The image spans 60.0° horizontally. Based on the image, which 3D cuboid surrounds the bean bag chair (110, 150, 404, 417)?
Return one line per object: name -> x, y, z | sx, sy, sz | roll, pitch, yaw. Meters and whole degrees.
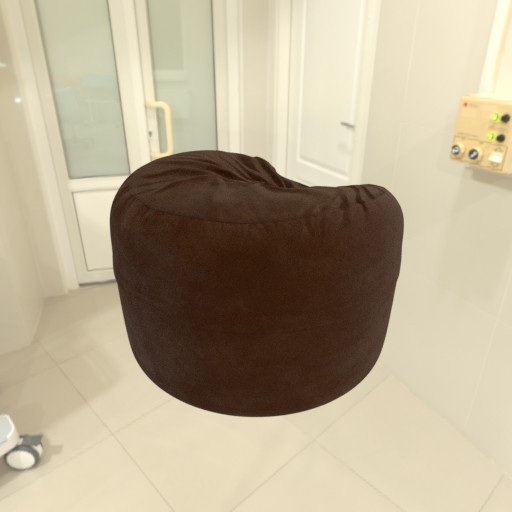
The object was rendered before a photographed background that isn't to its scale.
bean bag chair -> 0.000, 0.000, 1.487 | 0.918, 0.616, 0.918 | 0, 27, 0
